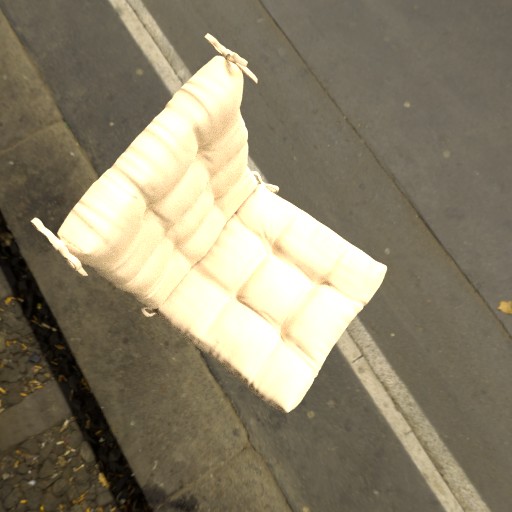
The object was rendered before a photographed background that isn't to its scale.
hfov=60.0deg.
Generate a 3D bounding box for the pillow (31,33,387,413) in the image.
[{"bbox_3d":[0.000,0.000,0.997,0.571,0.605,0.519,36,78,9],"label":"pillow"}]
